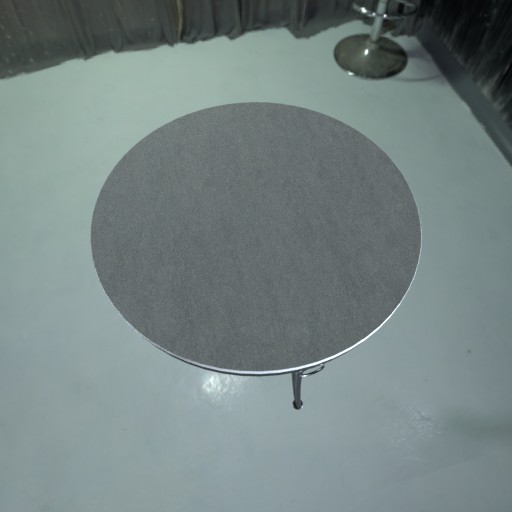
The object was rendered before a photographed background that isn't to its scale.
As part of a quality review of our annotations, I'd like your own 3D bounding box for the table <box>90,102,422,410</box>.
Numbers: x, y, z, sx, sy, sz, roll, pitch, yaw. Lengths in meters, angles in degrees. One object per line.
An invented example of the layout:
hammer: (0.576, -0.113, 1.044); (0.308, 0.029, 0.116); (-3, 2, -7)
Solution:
table: (0.000, 0.000, 1.411); (0.889, 0.470, 0.889); (0, 58, 0)
